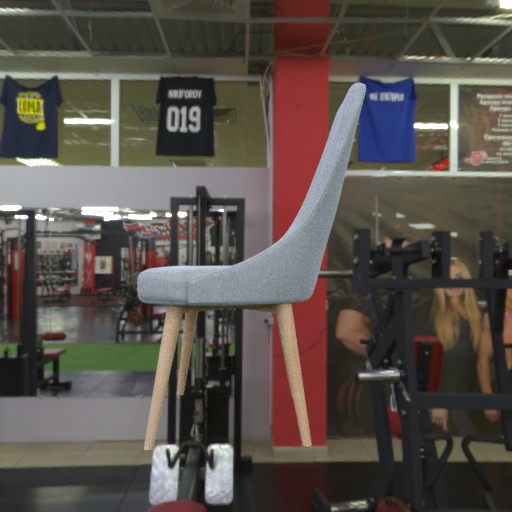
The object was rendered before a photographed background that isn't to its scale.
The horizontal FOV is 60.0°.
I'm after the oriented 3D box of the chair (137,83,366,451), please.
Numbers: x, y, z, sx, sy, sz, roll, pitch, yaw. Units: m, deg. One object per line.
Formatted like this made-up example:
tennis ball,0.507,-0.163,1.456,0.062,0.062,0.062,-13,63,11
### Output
chair,0.000,0.000,1.414,0.660,1.040,0.510,0,0,1
